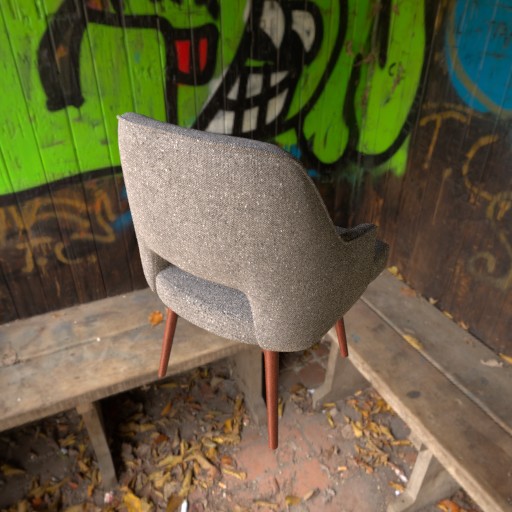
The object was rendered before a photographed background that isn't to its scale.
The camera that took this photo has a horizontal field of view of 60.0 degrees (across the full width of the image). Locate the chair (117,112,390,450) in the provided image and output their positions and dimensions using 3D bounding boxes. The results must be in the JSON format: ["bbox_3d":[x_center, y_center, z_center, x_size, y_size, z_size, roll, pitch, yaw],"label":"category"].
[{"bbox_3d":[0.000,0.000,1.282,0.608,0.875,0.629,21,38,30],"label":"chair"}]
